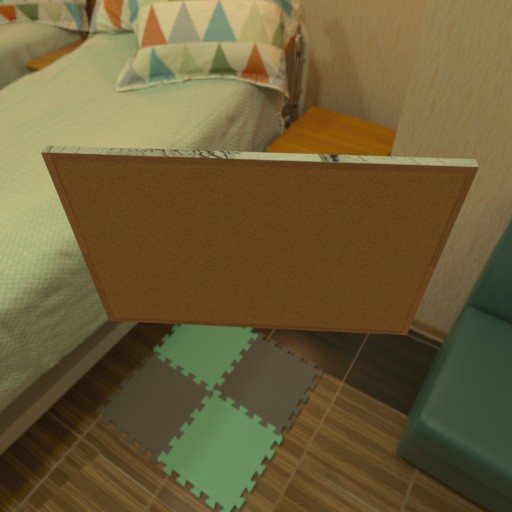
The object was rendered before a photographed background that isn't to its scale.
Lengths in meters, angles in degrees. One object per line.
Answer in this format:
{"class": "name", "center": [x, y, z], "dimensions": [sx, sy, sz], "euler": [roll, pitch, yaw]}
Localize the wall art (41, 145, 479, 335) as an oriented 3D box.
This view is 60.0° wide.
{"class": "wall art", "center": [0.000, 0.000, 1.436], "dimensions": [1.141, 0.758, 0.035], "euler": [2, 46, 2]}
